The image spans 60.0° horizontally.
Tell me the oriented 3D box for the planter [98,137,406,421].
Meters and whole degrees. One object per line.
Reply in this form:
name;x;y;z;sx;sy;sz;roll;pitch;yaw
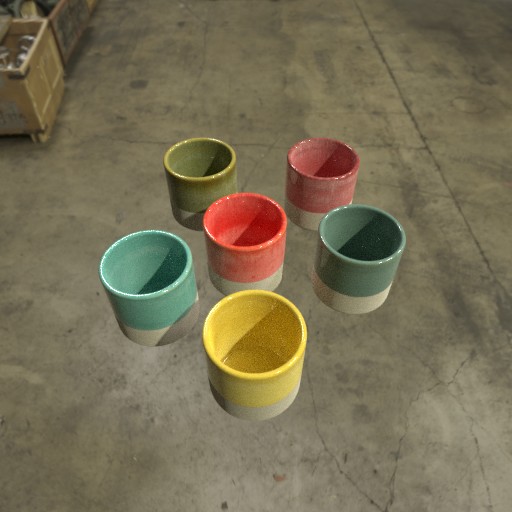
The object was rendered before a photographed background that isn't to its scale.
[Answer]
planter;0.000;0.000;0.414;0.257;0.075;0.286;-2;47;-1
